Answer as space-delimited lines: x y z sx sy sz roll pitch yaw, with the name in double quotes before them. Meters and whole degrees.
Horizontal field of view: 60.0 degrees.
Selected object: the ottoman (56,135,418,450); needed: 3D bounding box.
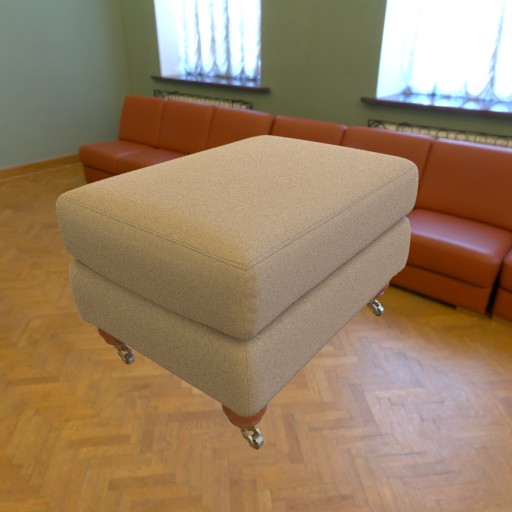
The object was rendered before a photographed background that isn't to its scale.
"ottoman" 0.000 0.000 1.167 0.574 0.497 0.773 20 33 33
